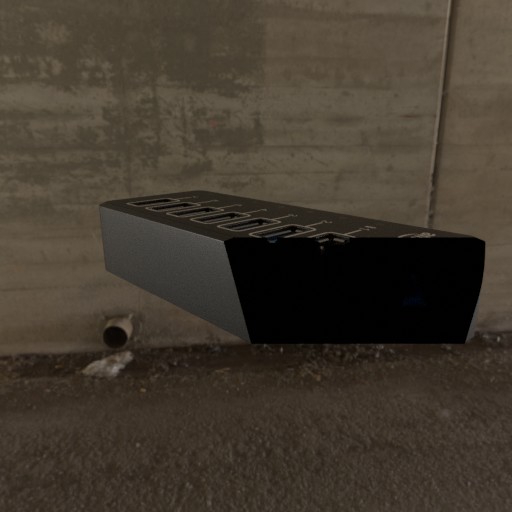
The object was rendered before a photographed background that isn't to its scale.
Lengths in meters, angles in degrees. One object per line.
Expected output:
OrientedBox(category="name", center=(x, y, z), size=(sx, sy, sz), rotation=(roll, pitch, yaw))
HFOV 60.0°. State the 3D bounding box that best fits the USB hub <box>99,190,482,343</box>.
OrientedBox(category="USB hub", center=(0.000, 0.000, 0.126), size=(0.044, 0.023, 0.110), rotation=(-15, 22, -41))
